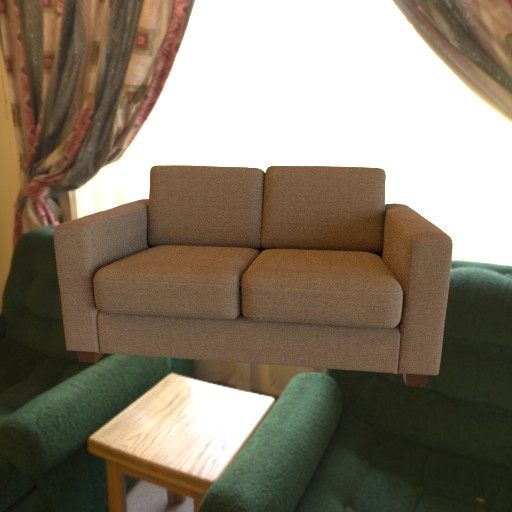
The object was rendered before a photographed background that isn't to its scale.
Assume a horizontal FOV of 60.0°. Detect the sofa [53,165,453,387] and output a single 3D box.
[{"bbox_3d":[0.000,0.000,2.055,1.520,0.800,0.900,2,14,8],"label":"sofa"}]
